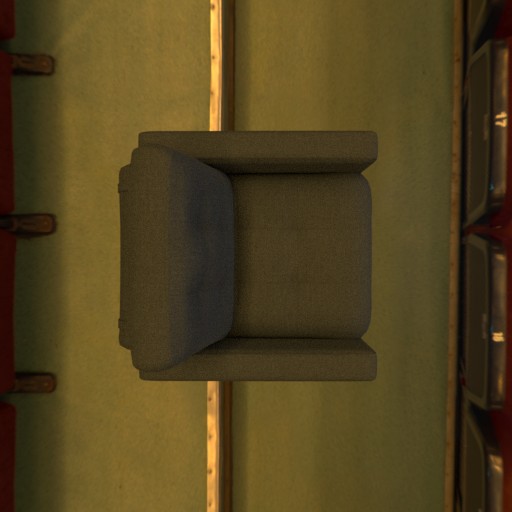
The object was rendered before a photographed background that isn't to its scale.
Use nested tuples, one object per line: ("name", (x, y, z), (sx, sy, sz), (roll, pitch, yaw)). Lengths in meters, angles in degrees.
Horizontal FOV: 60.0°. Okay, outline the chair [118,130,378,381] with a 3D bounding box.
("chair", (0.000, 0.000, 1.567), (0.843, 0.880, 0.821), (0, 91, 0))
